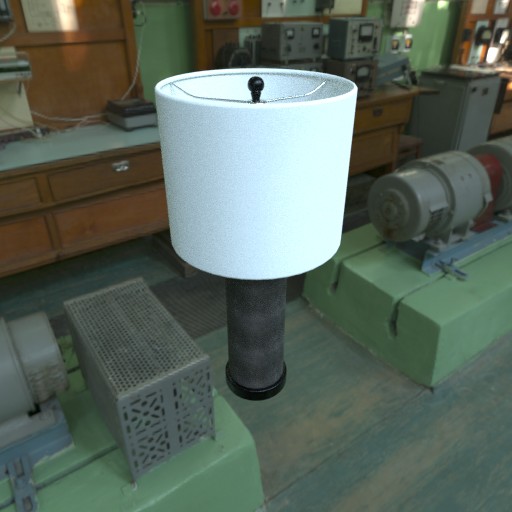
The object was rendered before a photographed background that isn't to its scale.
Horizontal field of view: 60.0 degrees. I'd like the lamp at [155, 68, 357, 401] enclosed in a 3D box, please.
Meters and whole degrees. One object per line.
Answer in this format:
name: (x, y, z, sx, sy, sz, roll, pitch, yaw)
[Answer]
lamp: (0.000, 0.000, 0.834, 0.305, 0.634, 0.305, -21, 37, -31)
